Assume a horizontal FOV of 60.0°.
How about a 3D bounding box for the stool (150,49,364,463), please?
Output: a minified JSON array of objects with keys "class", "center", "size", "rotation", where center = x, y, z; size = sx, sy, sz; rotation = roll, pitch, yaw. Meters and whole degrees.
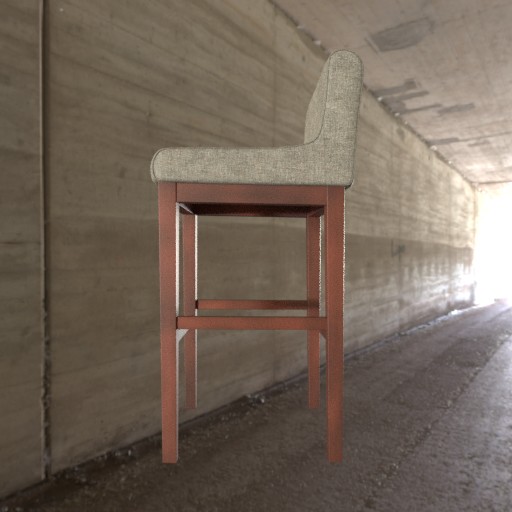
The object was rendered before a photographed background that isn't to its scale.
[{"class":"stool","center":[0.000,0.000,1.223],"size":[0.499,0.965,0.426],"rotation":[0,1,-1]}]
